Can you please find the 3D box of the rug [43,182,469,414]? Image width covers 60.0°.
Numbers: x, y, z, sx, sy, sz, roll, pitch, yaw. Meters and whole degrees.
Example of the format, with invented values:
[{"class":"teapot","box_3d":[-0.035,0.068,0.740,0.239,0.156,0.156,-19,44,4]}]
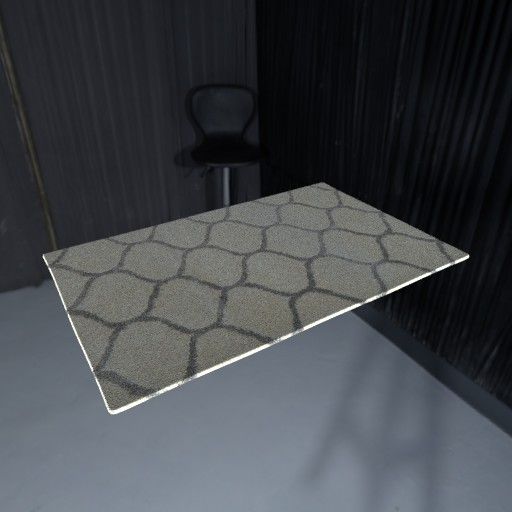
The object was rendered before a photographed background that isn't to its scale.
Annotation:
[{"class":"rug","box_3d":[0.000,0.000,2.884,2.348,0.024,1.501,-18,36,-27]}]
